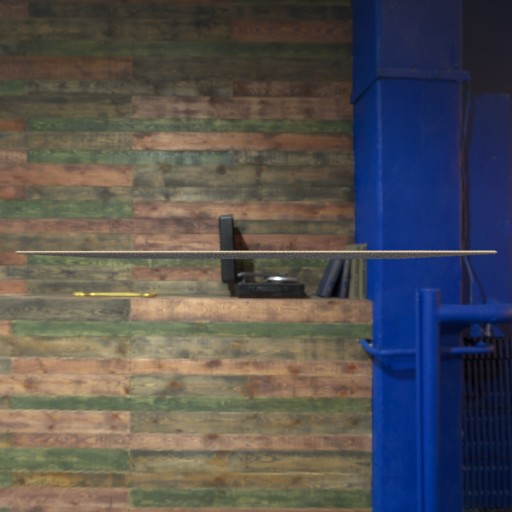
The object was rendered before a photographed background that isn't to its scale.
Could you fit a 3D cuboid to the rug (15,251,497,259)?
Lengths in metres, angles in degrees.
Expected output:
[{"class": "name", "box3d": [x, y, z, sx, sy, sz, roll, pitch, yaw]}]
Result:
[{"class": "rug", "box3d": [0.000, 0.000, 2.853, 2.294, 0.014, 1.528, 0, -1, 1]}]
